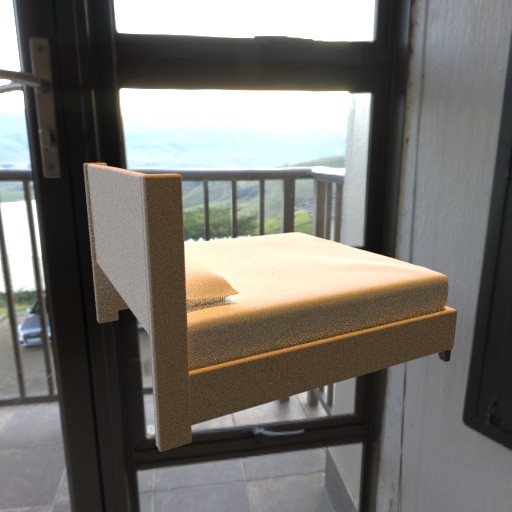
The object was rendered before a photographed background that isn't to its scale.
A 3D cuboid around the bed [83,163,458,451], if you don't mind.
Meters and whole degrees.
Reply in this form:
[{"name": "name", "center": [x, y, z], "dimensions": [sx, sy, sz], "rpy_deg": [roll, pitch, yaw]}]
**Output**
[{"name": "bed", "center": [0.000, 0.000, 3.643], "dimensions": [2.293, 1.471, 2.145], "rpy_deg": [-7, 15, -27]}]
